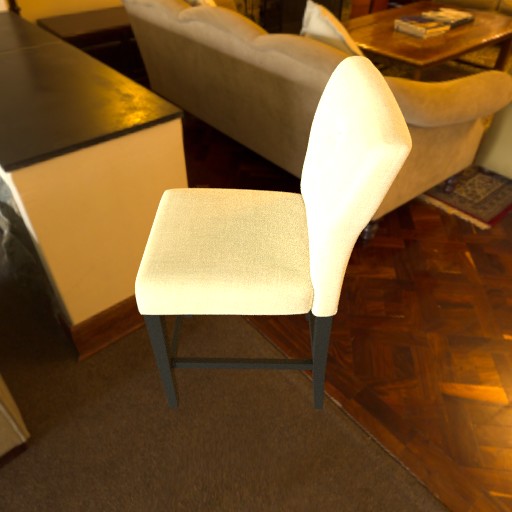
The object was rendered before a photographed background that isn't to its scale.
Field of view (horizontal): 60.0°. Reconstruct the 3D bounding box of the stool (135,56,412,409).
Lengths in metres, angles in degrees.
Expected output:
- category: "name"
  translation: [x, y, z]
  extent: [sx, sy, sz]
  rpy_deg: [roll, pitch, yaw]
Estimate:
- category: "stool"
  translation: [0.000, 0.000, 1.286]
  extent: [0.603, 0.972, 0.514]
  rpy_deg: [1, 41, 1]
